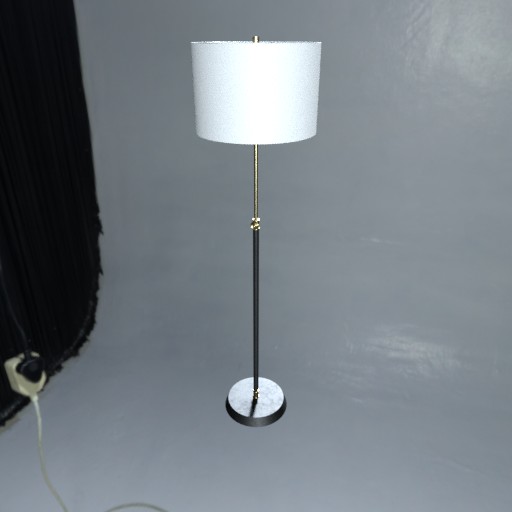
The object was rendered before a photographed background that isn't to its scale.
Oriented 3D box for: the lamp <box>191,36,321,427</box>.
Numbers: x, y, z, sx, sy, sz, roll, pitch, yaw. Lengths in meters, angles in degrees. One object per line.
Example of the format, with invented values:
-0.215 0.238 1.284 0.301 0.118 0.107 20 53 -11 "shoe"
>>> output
0.000 0.000 1.710 0.404 1.517 0.404 9 28 17 "lamp"
